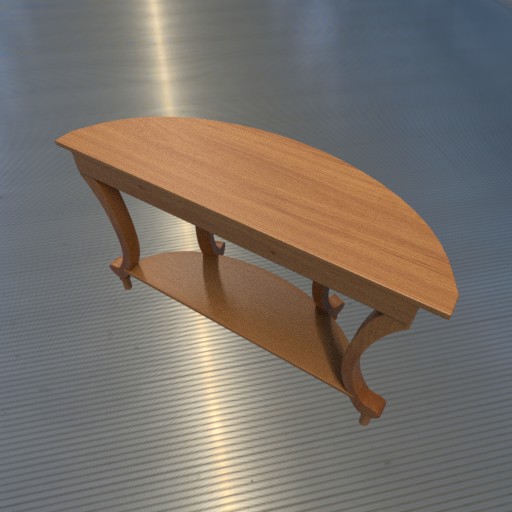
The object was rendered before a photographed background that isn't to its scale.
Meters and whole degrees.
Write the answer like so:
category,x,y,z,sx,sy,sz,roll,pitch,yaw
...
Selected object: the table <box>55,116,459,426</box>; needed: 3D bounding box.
category,x,y,z,sx,sy,sz,roll,pitch,yaw
table,0.000,0.000,1.489,1.198,0.692,0.394,25,52,22
